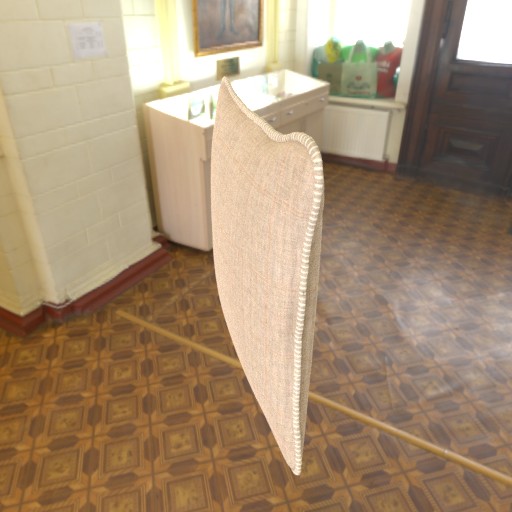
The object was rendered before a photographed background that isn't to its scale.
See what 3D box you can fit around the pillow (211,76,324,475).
[{"bbox_3d":[0.000,0.000,0.726,0.124,0.494,0.485,-7,31,-13],"label":"pillow"}]
